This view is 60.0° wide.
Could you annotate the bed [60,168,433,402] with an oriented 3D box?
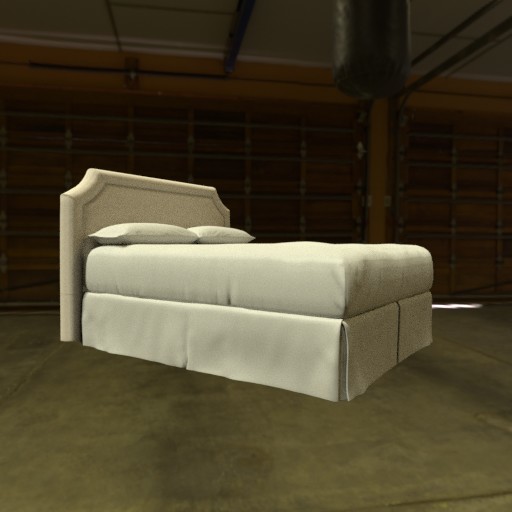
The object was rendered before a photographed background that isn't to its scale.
[{"bbox_3d":[0.000,0.000,3.272,2.164,1.297,1.828,1,2,35],"label":"bed"}]
